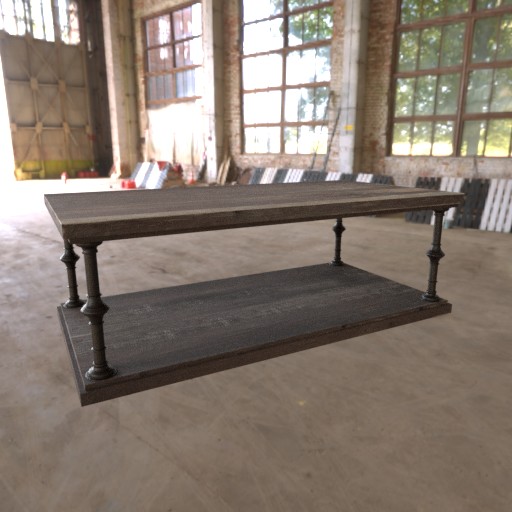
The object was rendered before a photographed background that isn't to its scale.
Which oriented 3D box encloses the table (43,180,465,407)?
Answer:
[{"bbox_3d":[0.000,0.000,1.329,1.088,0.373,0.554,-7,16,-27],"label":"table"}]
